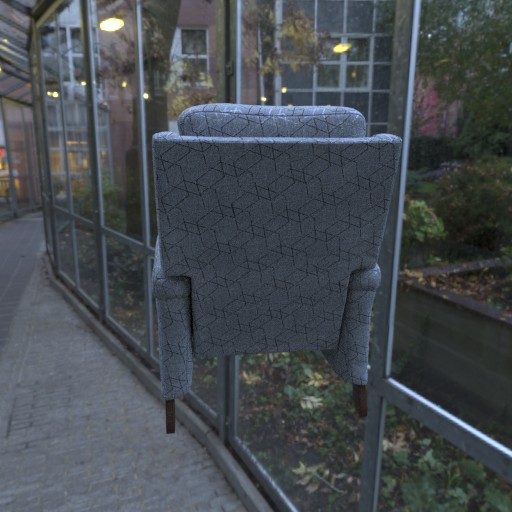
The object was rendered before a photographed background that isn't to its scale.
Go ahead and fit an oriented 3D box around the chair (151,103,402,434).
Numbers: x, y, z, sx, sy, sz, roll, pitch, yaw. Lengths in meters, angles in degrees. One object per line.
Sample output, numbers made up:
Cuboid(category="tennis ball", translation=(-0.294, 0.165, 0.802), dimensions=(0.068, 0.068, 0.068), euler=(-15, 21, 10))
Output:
Cuboid(category="chair", translation=(0.000, 0.000, 1.732), dimensions=(0.753, 1.048, 0.987), euler=(-2, 12, -8))
